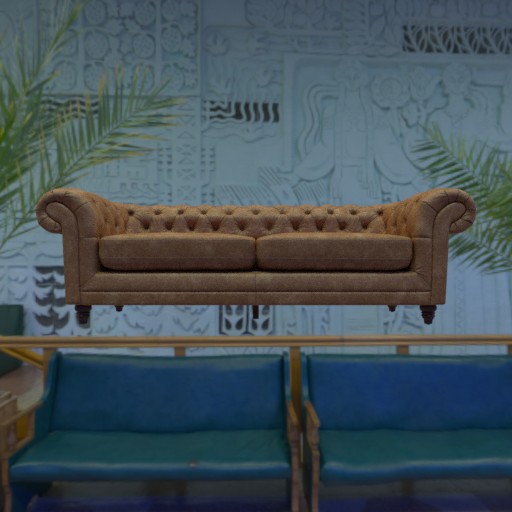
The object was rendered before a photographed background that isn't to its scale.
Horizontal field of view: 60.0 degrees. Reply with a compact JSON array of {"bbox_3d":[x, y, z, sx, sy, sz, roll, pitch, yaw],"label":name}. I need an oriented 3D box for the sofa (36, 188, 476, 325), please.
[{"bbox_3d":[0.000,0.000,2.826,2.365,0.760,0.989,0,-1,0],"label":"sofa"}]
